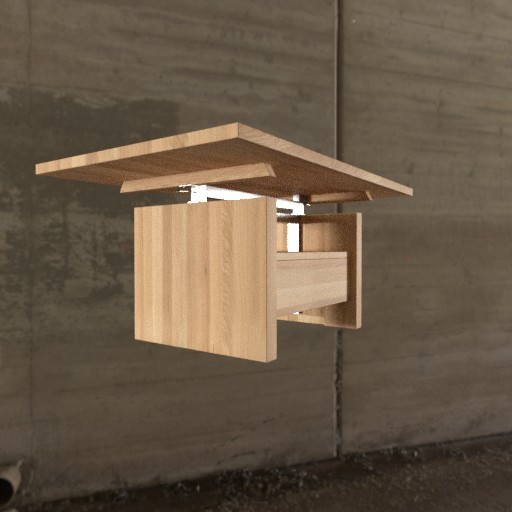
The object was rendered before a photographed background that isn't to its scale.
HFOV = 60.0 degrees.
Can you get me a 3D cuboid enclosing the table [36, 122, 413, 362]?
[{"bbox_3d":[0.000,0.000,1.464,0.700,0.510,1.100,1,1,35],"label":"table"}]
